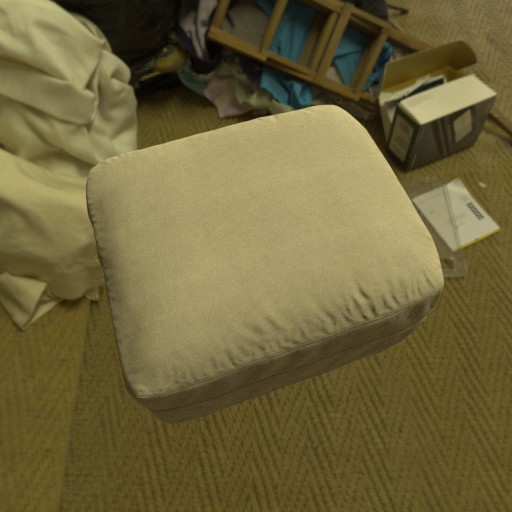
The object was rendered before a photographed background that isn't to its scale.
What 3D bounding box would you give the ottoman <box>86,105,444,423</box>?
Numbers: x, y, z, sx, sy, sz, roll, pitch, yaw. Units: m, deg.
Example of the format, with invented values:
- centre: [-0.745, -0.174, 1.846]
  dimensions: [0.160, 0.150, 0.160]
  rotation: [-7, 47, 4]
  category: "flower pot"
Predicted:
- centre: [0.000, 0.000, 1.083]
  dimensions: [0.712, 0.480, 0.584]
  rotation: [-17, 63, -9]
  category: "ottoman"
